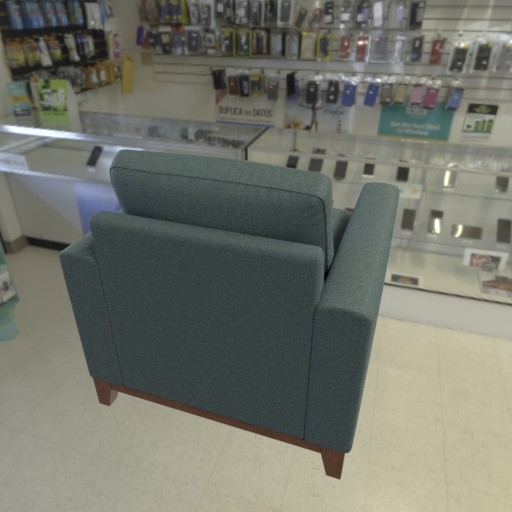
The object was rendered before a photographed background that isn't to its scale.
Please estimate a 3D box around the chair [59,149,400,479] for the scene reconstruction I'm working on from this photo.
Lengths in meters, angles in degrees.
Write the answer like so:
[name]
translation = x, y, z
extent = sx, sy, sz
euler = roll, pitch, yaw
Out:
[chair]
translation = 0.000, 0.000, 1.821
extent = 1.024, 1.010, 1.038
euler = 10, 32, 17
